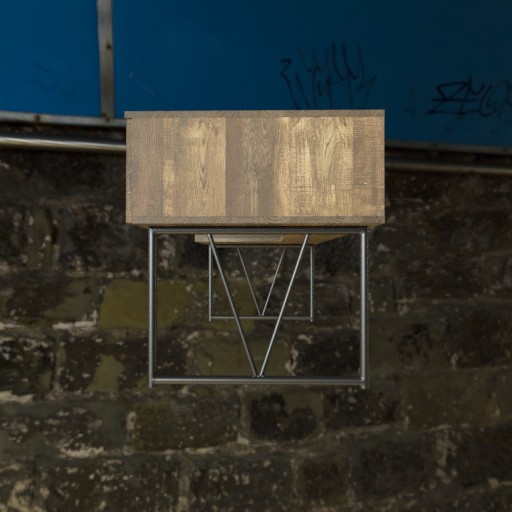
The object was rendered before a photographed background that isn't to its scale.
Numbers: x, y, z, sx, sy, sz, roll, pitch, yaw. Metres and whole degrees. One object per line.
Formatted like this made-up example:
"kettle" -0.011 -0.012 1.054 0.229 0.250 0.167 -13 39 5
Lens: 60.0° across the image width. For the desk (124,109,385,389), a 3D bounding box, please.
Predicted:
"desk" 0.000 0.000 2.006 0.730 0.780 1.600 0 -1 1
